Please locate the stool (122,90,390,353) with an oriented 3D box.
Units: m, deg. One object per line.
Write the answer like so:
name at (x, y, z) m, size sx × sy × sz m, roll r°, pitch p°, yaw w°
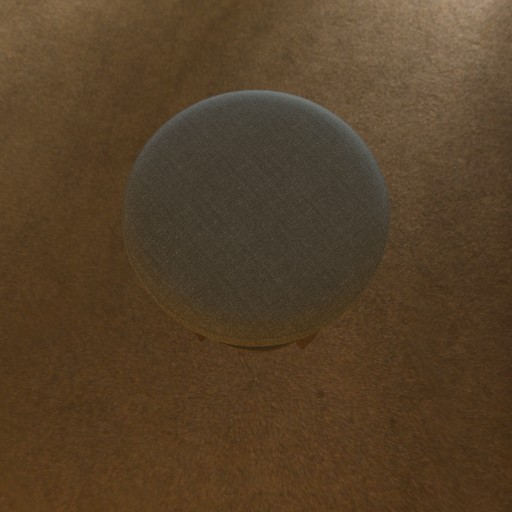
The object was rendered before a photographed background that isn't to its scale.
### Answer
stool at (0.000, 0.000, 0.983) m, size 0.449 × 0.655 × 0.449 m, roll 0°, pitch 74°, yaw 0°
